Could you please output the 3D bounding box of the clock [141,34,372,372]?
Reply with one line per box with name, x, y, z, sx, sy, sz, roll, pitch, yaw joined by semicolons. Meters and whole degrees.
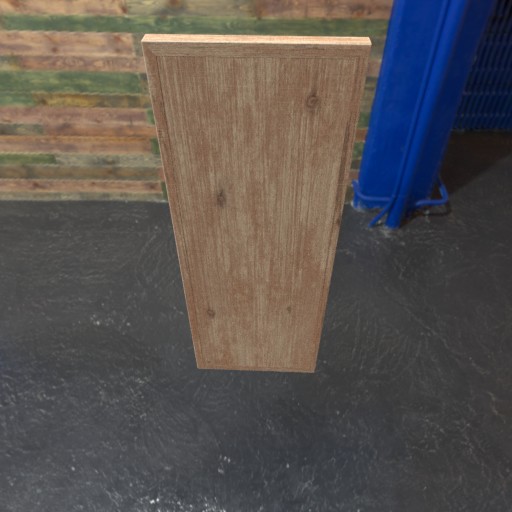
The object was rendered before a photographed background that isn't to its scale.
clock;0.000;0.000;1.040;0.361;0.965;0.030;2;45;2
